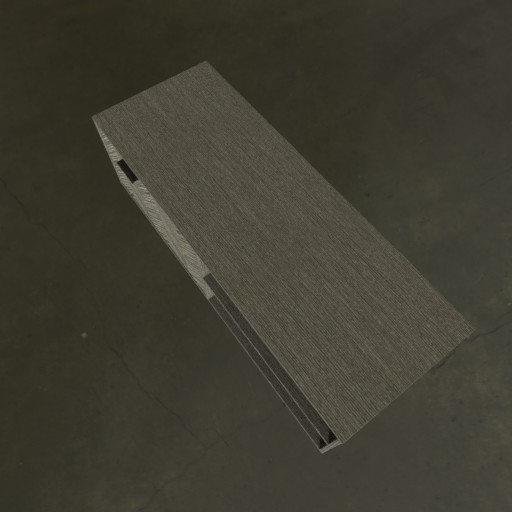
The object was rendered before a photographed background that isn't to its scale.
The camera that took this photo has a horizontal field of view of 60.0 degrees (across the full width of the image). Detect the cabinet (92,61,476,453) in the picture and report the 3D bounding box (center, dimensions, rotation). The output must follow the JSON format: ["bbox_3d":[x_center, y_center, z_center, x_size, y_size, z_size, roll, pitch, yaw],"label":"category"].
[{"bbox_3d":[0.000,0.000,1.619,0.500,0.599,1.300,-33,67,-16],"label":"cabinet"}]
